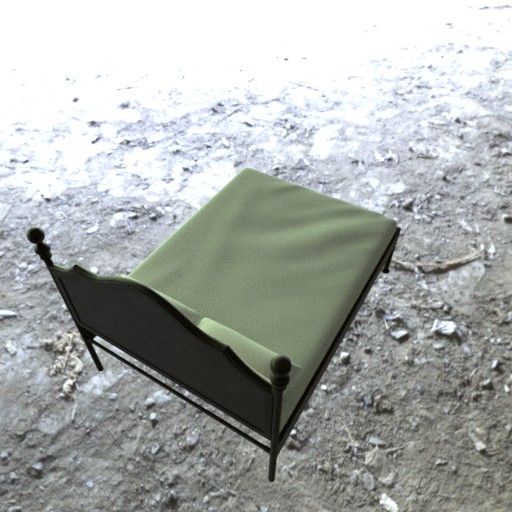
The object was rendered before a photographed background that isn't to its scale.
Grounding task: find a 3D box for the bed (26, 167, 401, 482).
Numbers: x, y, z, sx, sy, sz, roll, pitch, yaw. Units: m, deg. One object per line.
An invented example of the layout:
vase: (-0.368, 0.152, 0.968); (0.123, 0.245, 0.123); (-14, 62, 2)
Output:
bed: (0.000, 0.000, 3.299); (1.642, 1.499, 2.224); (24, 51, 21)
